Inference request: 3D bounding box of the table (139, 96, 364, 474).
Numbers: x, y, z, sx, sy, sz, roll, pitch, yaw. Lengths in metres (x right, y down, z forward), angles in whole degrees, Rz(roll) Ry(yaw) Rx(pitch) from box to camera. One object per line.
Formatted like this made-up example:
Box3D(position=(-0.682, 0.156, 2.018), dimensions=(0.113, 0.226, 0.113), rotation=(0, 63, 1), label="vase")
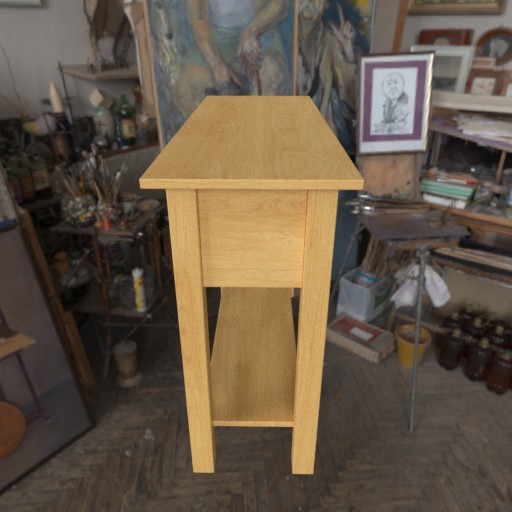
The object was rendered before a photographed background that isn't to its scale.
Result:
Box3D(position=(0.000, 0.000, 1.233), dimensions=(0.340, 0.728, 0.900), rotation=(0, 27, 1), label="table")
